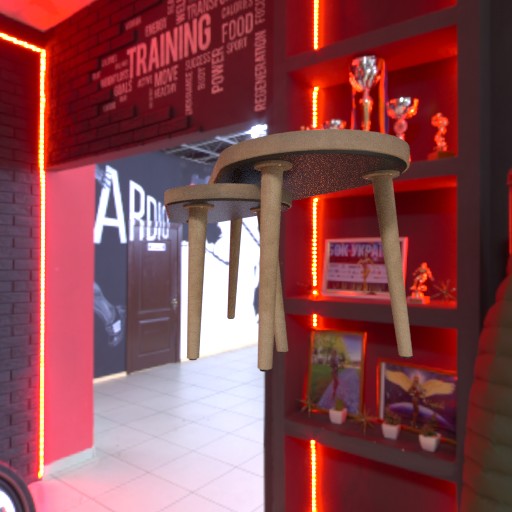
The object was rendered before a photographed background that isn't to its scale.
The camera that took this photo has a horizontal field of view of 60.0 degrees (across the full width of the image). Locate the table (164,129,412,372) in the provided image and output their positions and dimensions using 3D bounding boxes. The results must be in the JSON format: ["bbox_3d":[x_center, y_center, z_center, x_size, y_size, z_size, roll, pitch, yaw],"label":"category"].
[{"bbox_3d":[0.000,0.000,1.606,0.701,0.595,1.190,0,-1,-20],"label":"table"}]
